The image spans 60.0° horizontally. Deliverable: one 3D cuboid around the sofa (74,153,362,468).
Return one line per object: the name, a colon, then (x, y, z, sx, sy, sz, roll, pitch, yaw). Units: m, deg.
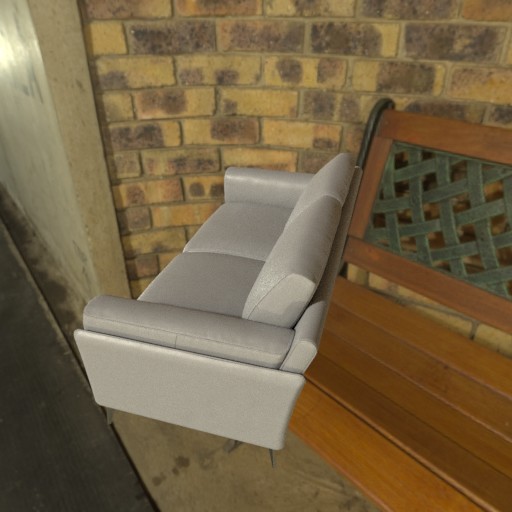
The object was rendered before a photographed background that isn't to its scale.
sofa: (0.000, 0.000, 2.681, 1.049, 0.930, 2.101, 8, 31, 14)
